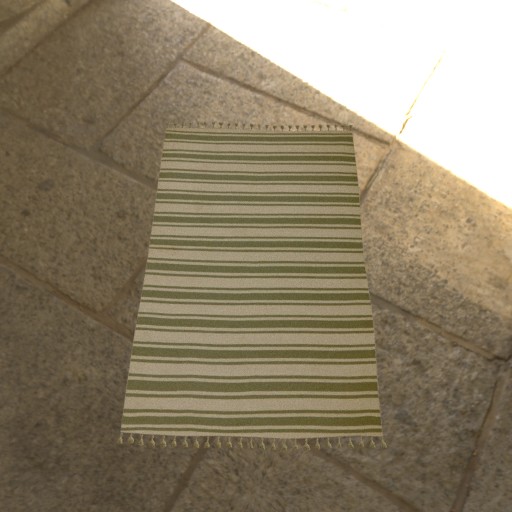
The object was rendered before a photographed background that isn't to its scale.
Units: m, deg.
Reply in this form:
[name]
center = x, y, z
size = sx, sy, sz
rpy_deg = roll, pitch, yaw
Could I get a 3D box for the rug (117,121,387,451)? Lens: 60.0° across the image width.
[rug]
center = 0.000, 0.000, 2.330
size = 1.162, 0.013, 1.875
rpy_deg = 1, 63, 1
